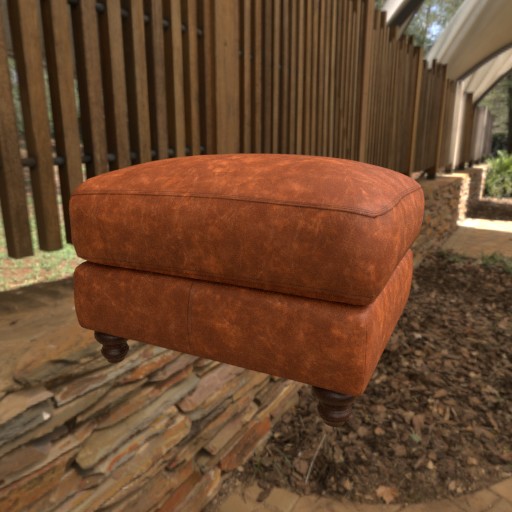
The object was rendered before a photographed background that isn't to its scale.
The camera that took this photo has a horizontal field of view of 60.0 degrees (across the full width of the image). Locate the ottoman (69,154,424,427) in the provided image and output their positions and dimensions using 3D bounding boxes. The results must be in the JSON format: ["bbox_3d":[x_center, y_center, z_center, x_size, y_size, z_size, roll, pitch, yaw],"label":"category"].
[{"bbox_3d":[0.000,0.000,1.253,0.832,0.562,0.657,7,16,25],"label":"ottoman"}]
